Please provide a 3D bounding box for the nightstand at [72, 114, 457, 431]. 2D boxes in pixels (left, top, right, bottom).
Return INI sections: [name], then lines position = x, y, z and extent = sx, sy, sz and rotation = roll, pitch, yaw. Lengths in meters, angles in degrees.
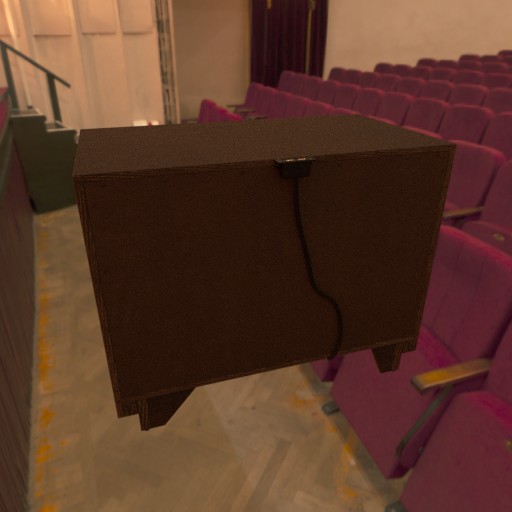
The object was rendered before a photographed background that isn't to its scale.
[nightstand]
position = 0.000, 0.000, 1.154
extent = 0.775, 0.612, 0.457
rotation = -8, 28, -16
